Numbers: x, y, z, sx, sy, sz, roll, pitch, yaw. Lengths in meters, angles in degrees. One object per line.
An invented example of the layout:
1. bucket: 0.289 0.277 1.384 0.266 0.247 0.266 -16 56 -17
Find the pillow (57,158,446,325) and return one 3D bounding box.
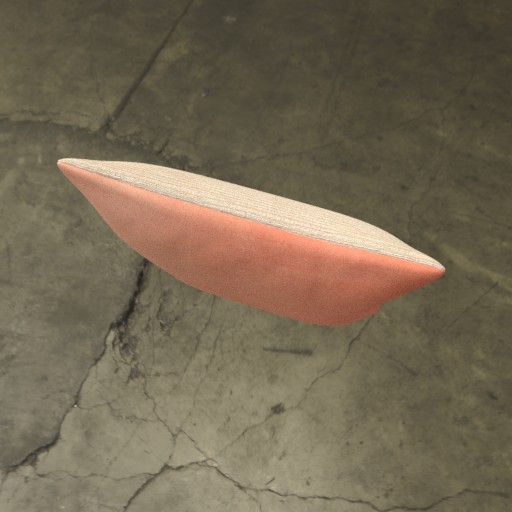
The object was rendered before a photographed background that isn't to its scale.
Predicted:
1. pillow: 0.000 0.000 0.656 0.424 0.401 0.177 16 64 8
